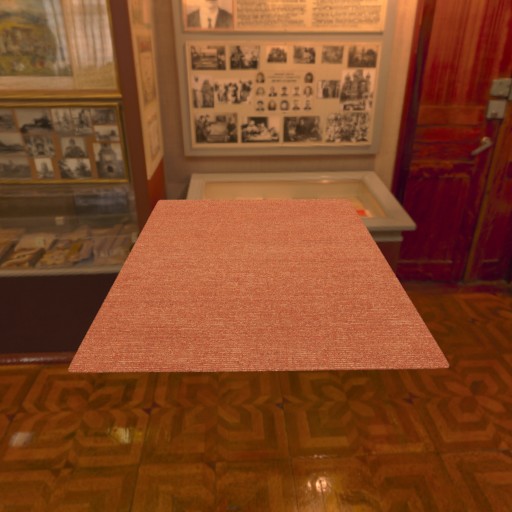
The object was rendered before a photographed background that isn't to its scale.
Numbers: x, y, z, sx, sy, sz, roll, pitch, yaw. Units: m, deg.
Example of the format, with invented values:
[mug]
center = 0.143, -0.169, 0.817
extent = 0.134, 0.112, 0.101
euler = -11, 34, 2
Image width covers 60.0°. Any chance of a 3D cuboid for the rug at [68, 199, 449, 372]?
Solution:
[rug]
center = 0.000, 0.000, 2.771
extent = 1.594, 0.009, 2.112
euler = 0, 27, -1
